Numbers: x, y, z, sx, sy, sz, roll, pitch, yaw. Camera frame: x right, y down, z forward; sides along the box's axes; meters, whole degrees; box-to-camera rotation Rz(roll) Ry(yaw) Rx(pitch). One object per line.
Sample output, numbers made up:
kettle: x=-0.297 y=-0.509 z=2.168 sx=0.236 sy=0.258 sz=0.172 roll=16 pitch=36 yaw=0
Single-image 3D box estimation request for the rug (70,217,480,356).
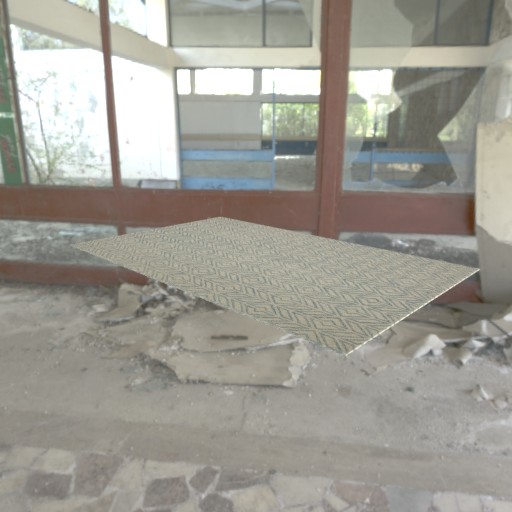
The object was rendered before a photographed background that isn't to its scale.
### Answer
rug: x=0.000 y=0.000 z=3.071 sx=2.441 sy=0.008 sz=1.526 roll=15 pitch=22 yaw=42
